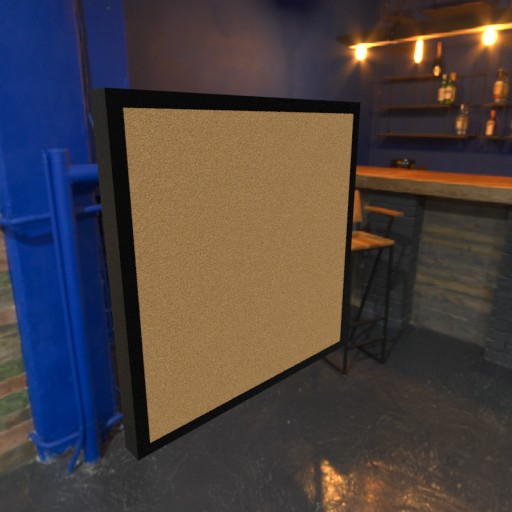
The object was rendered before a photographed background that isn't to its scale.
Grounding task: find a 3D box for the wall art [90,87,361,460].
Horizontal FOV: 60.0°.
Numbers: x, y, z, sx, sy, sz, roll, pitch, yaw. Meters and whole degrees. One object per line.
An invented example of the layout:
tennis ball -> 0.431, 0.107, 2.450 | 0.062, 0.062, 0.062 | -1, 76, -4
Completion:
wall art -> 0.000, 0.000, 0.749 | 0.506, 0.506, 0.038 | -15, 22, -41
